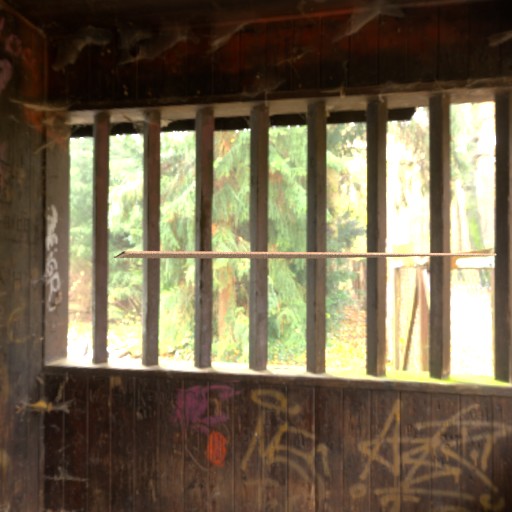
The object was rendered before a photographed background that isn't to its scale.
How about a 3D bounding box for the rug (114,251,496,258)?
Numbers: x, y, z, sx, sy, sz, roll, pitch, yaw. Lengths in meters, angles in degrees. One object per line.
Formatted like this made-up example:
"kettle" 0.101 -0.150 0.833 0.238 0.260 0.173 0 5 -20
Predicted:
"rug" 0.000 0.000 4.057 2.431 0.021 3.057 0 -1 -19
